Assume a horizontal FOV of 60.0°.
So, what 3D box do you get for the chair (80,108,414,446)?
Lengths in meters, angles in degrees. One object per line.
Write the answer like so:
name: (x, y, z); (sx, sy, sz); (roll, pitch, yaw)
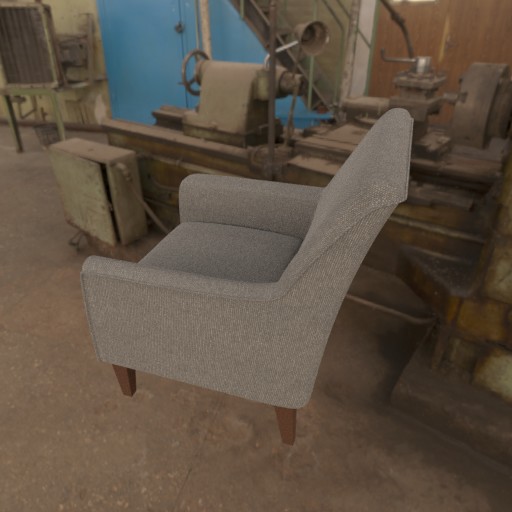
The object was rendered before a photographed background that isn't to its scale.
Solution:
chair: (0.000, 0.000, 1.557); (0.899, 0.919, 0.780); (9, 32, 15)
